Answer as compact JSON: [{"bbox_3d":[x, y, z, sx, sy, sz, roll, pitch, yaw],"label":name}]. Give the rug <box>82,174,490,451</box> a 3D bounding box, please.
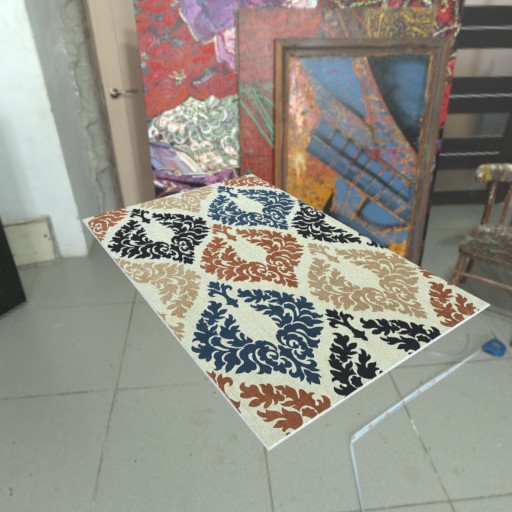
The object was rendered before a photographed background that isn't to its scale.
[{"bbox_3d":[0.000,0.000,2.820,1.514,0.014,2.275,-21,38,-29],"label":"rug"}]
